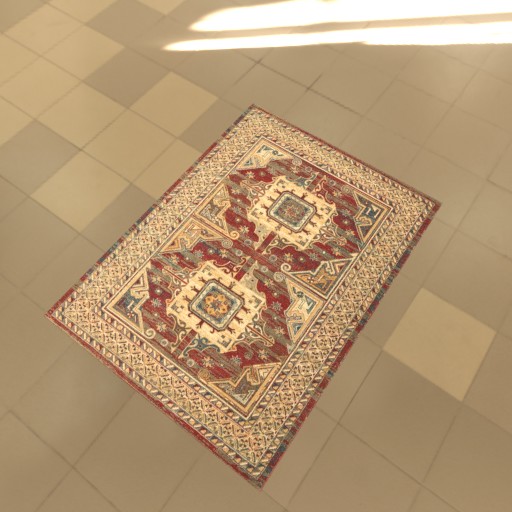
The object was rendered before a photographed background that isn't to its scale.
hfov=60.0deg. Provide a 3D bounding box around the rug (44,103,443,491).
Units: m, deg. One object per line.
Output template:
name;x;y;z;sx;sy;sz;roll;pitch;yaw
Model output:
rug;0.000;0.000;4.240;2.381;0.013;3.197;33;68;15
